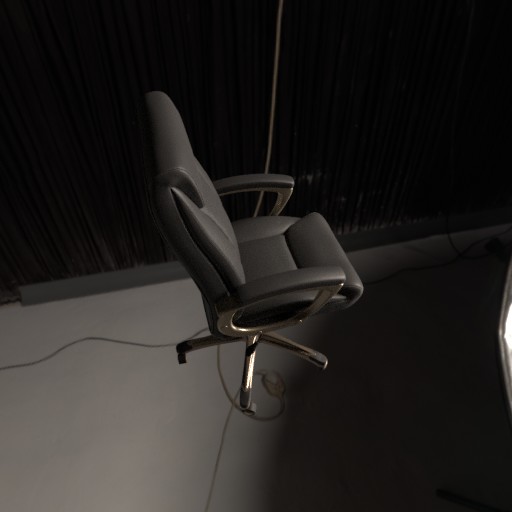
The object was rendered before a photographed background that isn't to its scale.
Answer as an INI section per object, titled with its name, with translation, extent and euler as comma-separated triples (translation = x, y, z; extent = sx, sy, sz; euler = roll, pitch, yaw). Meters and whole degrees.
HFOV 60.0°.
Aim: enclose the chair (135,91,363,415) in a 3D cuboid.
[chair]
translation = 0.000, 0.000, 1.710
extent = 0.748, 1.188, 0.694
euler = -10, 45, -10
